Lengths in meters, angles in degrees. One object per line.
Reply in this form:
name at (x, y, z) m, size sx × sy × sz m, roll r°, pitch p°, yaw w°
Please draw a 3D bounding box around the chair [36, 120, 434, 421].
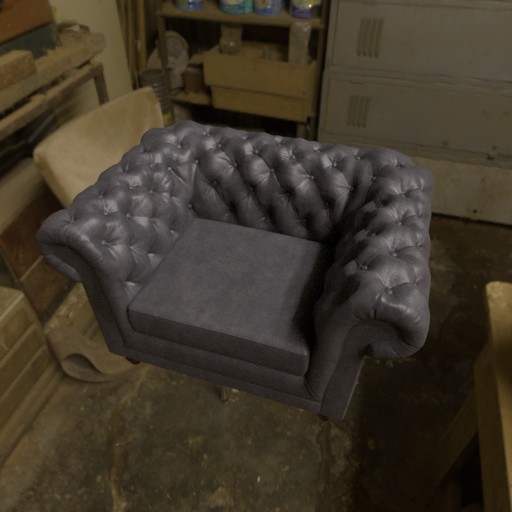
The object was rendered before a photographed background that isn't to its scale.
chair at (0.000, 0.000, 1.861) m, size 1.298 × 0.780 × 0.943 m, roll 12°, pitch 43°, yaw 13°
